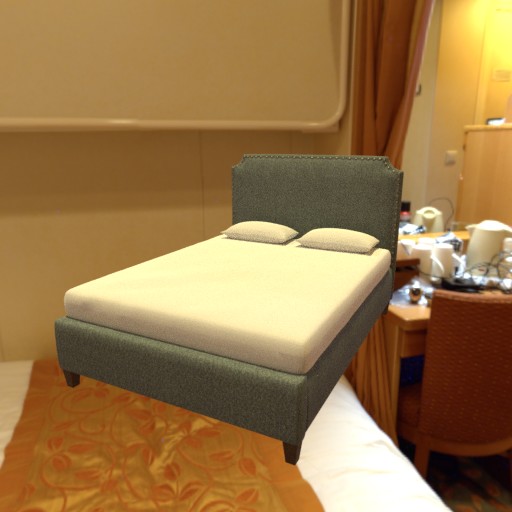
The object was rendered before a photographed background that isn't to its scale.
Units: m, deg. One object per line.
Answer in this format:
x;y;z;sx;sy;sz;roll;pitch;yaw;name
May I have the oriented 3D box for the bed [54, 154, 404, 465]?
0.000;0.000;3.384;1.712;1.443;2.372;7;16;26;bed
